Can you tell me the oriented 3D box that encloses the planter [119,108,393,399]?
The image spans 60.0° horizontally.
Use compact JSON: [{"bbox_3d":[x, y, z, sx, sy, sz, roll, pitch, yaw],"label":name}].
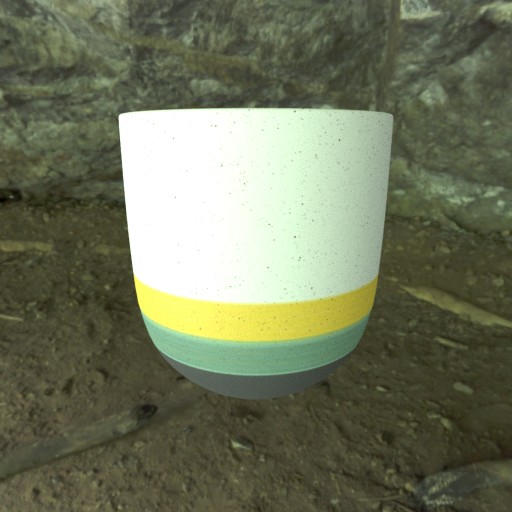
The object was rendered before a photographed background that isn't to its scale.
[{"bbox_3d":[0.000,0.000,0.355,0.195,0.214,0.195,0,15,0],"label":"planter"}]
